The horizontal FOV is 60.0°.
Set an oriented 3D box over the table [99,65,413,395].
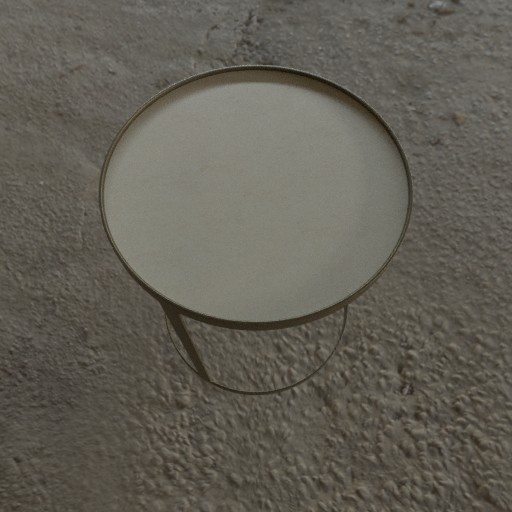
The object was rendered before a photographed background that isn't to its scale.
[{"bbox_3d":[0.000,0.000,0.936,0.480,0.565,0.480,0,64,0],"label":"table"}]
